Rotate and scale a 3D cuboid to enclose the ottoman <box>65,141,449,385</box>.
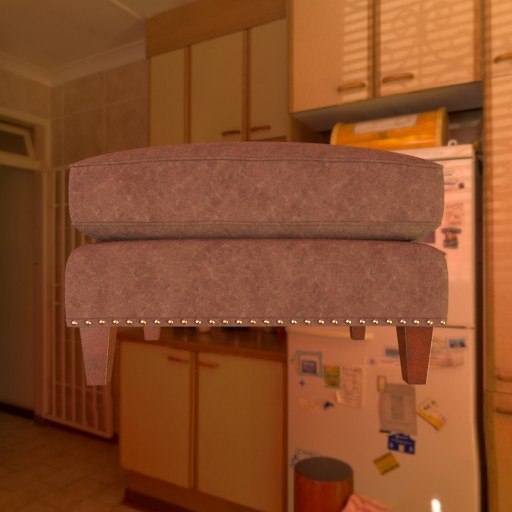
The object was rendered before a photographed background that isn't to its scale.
[{"bbox_3d":[0.000,0.000,1.132,0.741,0.513,0.584,0,0,-1],"label":"ottoman"}]
